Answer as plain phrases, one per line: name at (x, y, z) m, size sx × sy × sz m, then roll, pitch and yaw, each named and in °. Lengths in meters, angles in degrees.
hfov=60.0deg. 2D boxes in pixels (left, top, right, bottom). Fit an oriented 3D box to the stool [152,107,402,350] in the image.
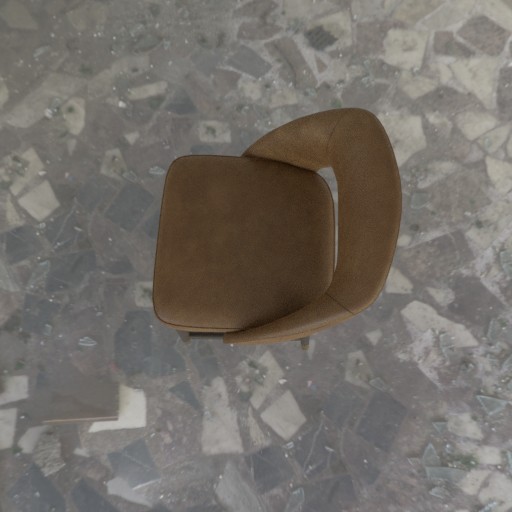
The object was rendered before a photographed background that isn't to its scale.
stool at (0.000, 0.000, 1.220) m, size 0.509 × 0.940 × 0.494 m, roll 3°, pitch 76°, yaw 1°
